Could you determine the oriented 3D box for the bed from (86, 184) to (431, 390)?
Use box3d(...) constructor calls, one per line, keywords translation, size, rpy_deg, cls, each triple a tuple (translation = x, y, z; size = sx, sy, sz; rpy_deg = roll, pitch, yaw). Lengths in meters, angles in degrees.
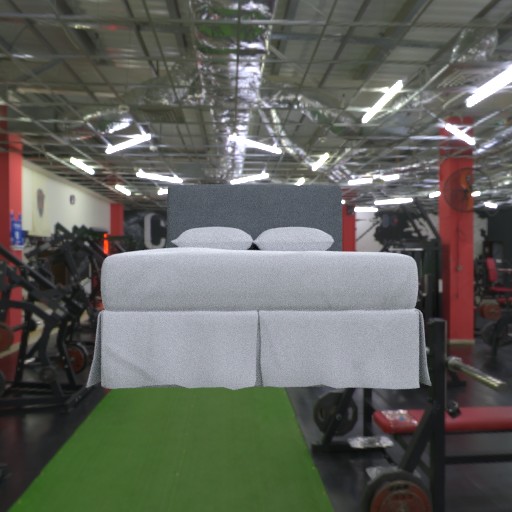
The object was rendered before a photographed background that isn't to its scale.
box3d(translation=(0.000, 0.000, 3.210), size=(1.713, 1.330, 2.142), rpy_deg=(0, 1, -1), cls="bed")
